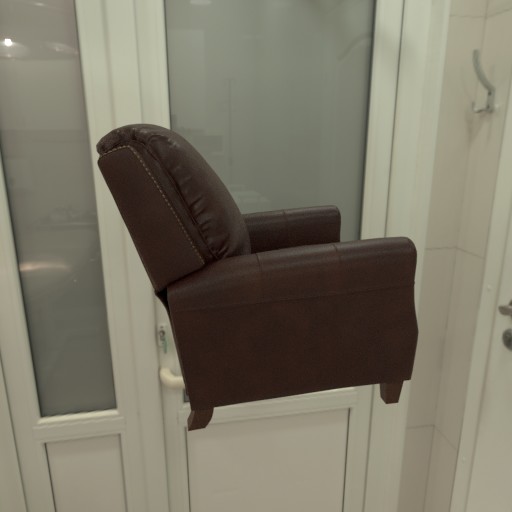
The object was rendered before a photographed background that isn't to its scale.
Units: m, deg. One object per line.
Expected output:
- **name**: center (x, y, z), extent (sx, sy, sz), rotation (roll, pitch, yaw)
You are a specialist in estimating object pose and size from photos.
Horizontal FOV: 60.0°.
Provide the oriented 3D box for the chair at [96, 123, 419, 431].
- **chair**: center (0.000, 0.000, 1.789), extent (1.089, 1.022, 0.826), rotation (-3, 16, -10)
